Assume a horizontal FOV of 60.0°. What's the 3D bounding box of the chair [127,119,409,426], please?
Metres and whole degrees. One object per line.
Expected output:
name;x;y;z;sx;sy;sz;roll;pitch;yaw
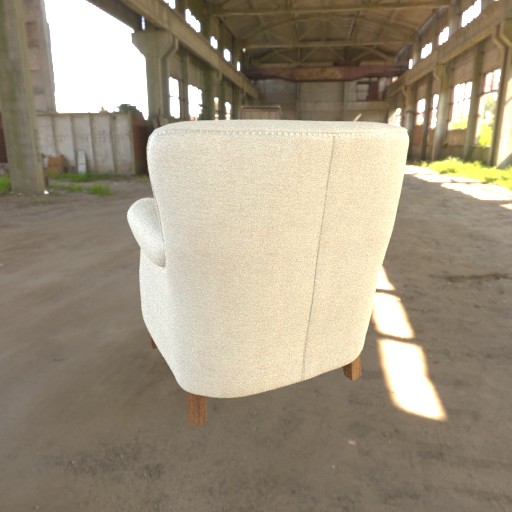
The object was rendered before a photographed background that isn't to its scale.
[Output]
chair;0.000;0.000;1.645;0.861;0.936;0.921;-7;16;-25
